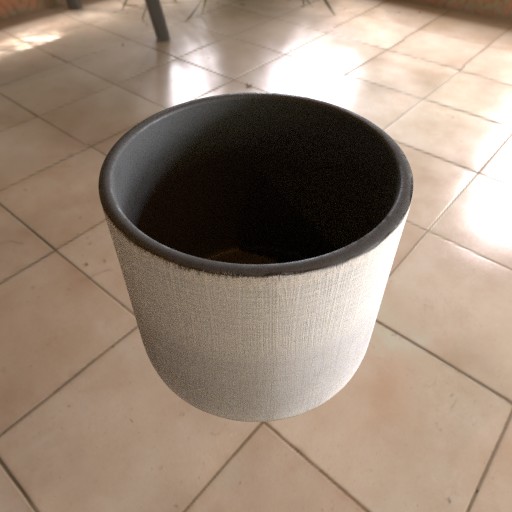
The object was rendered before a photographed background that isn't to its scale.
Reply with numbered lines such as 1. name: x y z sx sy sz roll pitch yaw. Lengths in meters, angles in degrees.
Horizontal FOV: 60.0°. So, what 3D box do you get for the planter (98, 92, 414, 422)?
1. planter: 0.000 0.000 0.437 0.254 0.221 0.254 0 46 0
